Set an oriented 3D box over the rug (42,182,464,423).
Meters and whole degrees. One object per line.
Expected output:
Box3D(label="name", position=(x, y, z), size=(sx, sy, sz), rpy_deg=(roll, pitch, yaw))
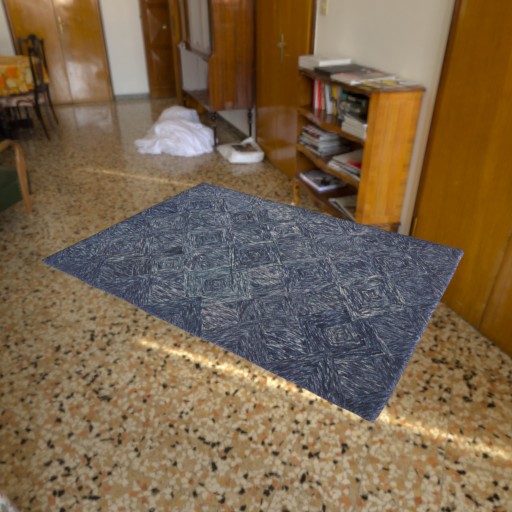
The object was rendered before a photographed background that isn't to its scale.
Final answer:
Box3D(label="rug", position=(0.000, 0.000, 4.173), size=(3.245, 0.024, 2.385), rpy_deg=(19, 36, 28))
